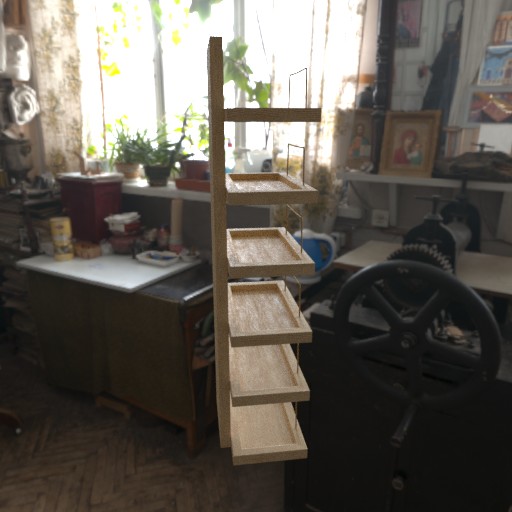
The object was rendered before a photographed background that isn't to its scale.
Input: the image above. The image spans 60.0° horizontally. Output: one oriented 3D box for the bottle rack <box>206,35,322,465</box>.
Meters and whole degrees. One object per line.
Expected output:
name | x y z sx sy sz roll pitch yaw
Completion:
bottle rack | 0.000 0.000 1.086 0.206 0.943 0.330 -2 17 -7
